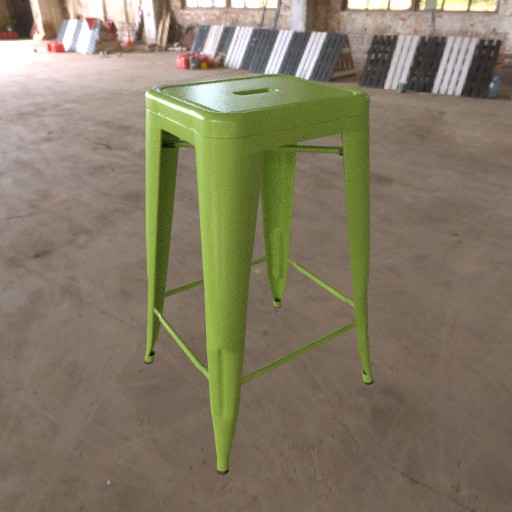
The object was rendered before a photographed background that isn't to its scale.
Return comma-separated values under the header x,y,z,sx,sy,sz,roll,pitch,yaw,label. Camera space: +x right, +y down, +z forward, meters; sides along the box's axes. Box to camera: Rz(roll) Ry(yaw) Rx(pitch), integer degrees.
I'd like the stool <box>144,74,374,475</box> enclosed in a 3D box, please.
x,y,z,sx,sy,sz,roll,pitch,yaw,label
0.000,0.000,0.854,0.398,0.609,0.358,-19,36,-29,stool
